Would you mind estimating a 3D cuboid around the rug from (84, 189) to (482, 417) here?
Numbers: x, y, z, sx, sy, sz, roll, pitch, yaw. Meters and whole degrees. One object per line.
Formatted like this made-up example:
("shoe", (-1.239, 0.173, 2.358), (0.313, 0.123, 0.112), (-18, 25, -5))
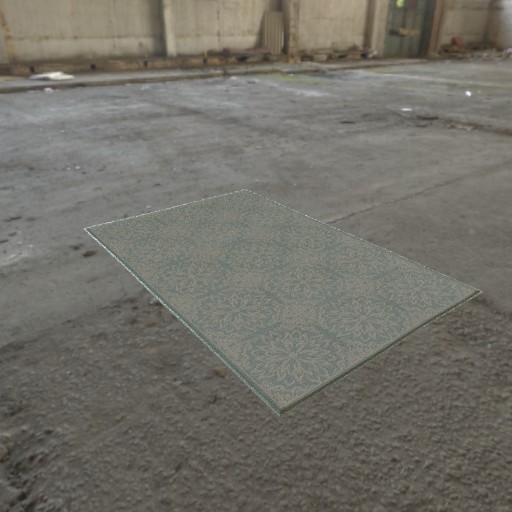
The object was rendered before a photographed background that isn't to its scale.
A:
("rug", (0.000, 0.000, 2.358), (1.219, 0.012, 1.840), (-19, 33, -33))
